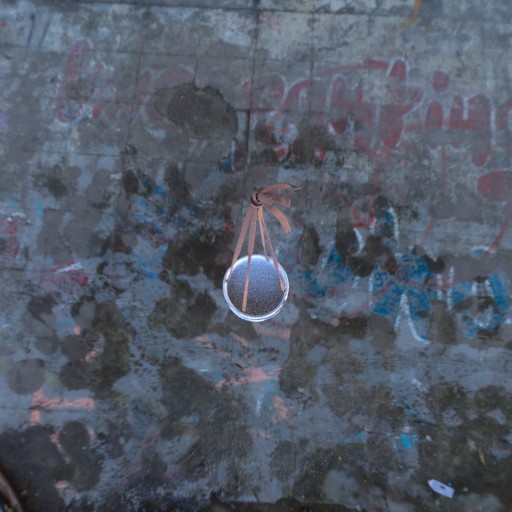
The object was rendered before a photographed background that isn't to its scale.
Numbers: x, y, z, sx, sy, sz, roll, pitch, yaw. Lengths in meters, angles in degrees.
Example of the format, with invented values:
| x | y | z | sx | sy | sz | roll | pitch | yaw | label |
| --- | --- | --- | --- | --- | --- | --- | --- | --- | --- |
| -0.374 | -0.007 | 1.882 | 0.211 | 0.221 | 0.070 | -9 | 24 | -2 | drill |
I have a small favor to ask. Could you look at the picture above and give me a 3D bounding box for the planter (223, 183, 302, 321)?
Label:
| x | y | z | sx | sy | sz | roll | pitch | yaw | label |
| --- | --- | --- | --- | --- | --- | --- | --- | --- | --- |
| 0.000 | 0.000 | 0.813 | 0.166 | 0.751 | 0.166 | 3 | 75 | 1 | planter |
